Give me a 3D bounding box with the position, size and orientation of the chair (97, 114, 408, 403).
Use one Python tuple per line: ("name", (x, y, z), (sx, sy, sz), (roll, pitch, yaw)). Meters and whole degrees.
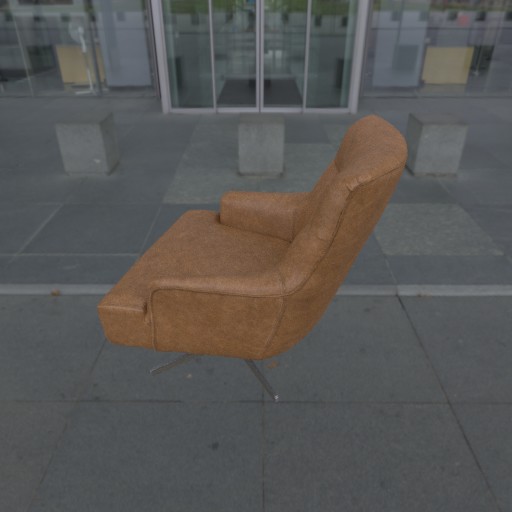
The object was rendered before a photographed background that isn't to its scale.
("chair", (0.000, 0.000, 1.540), (0.874, 0.869, 0.729), (8, 32, 13))
